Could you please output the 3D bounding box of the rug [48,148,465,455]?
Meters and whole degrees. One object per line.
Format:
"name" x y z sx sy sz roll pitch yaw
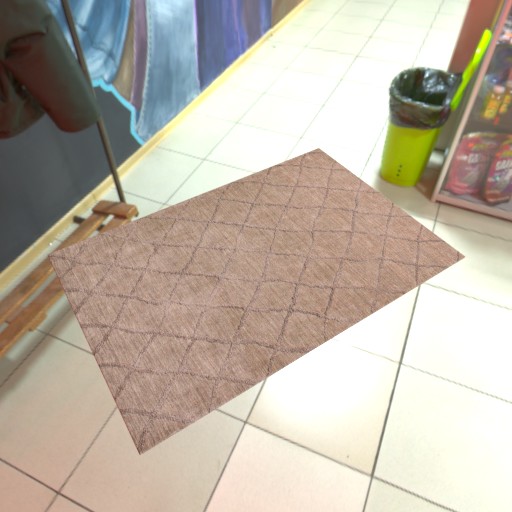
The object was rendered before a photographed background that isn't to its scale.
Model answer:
"rug" 0.000 0.000 2.907 2.280 0.015 1.521 -26 52 -22
